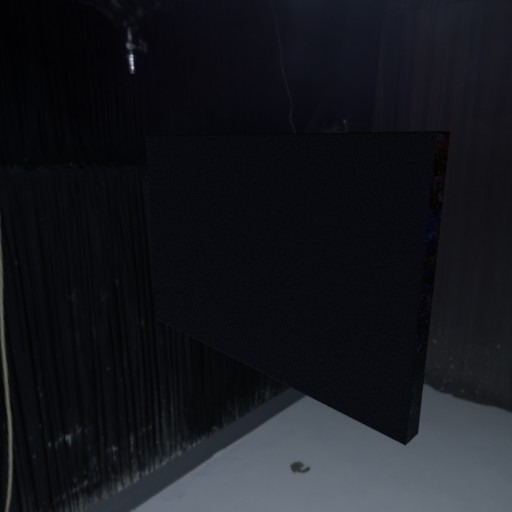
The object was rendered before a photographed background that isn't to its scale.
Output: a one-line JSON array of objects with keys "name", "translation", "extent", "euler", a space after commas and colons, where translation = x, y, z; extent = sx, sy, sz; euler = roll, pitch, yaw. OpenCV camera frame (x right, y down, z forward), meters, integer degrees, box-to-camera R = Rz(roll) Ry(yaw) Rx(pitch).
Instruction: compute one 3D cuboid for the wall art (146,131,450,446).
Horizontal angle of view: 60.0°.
[{"name": "wall art", "translation": [0.000, 0.000, 0.766], "extent": [0.037, 0.406, 0.610], "euler": [-14, 20, -43]}]
